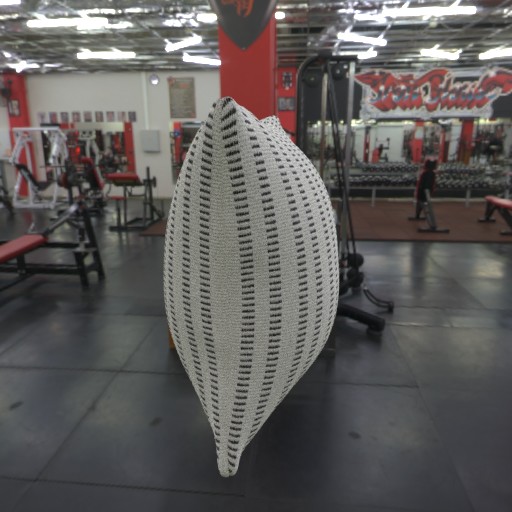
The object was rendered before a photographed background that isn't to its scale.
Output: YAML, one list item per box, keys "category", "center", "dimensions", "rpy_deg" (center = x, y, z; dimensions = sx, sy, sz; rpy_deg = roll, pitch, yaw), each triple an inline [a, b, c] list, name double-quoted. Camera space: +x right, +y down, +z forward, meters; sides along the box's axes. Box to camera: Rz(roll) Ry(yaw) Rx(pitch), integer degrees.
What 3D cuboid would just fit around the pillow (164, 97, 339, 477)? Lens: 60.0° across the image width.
- category: "pillow"
  center: [0.000, 0.000, 0.663]
  dimensions: [0.247, 0.419, 0.438]
  rpy_deg: [2, 15, 8]
